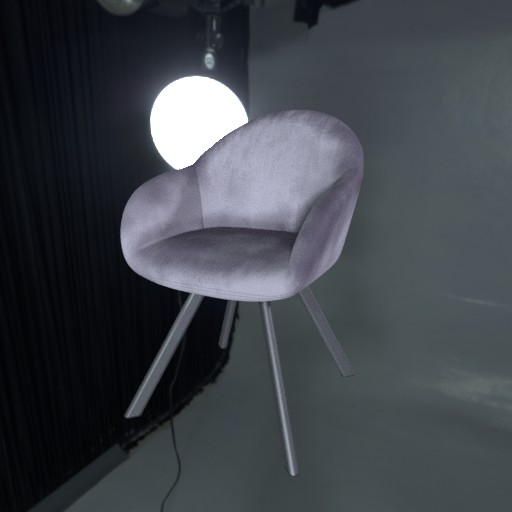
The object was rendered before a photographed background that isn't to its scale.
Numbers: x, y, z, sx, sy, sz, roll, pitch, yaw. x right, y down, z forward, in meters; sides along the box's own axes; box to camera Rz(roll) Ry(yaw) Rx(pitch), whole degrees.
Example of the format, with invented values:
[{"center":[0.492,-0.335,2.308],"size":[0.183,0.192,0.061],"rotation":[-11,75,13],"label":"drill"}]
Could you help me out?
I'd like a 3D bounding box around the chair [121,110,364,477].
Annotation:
[{"center":[0.000,0.000,1.216],"size":[0.550,0.795,0.590],"rotation":[7,16,26],"label":"chair"}]
